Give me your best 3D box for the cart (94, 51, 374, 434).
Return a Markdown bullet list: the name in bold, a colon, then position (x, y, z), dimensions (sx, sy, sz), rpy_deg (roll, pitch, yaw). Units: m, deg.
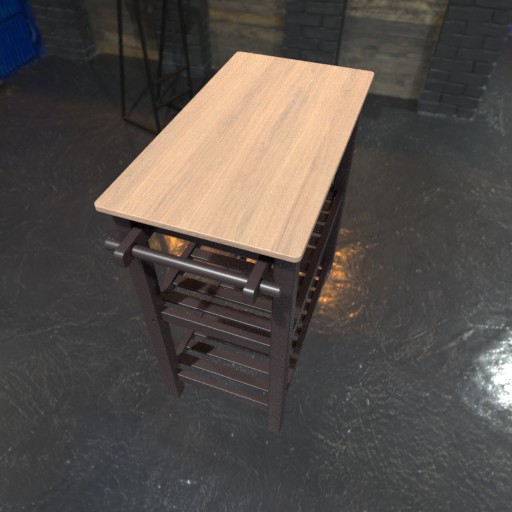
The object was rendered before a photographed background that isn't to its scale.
- **cart**: position (0.000, 0.000, 1.470), dimensions (0.457, 0.927, 0.899), rpy_deg (15, 49, 13)
